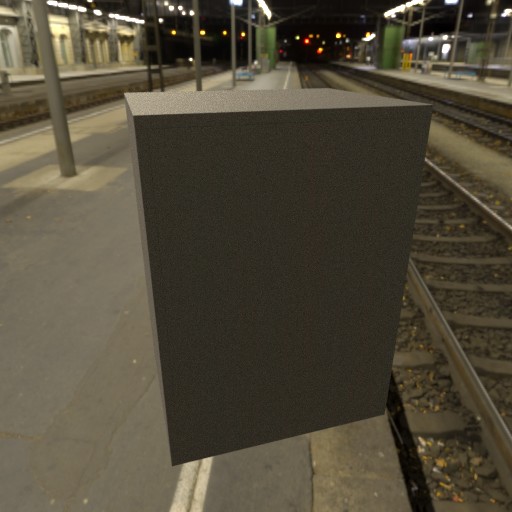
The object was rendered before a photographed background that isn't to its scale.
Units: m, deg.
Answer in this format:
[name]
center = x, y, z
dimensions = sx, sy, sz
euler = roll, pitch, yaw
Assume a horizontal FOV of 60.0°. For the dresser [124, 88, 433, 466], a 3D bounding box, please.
[dresser]
center = 0.000, 0.000, 0.828
dimensions = 0.400, 0.560, 0.360
euler = -7, 25, -15
